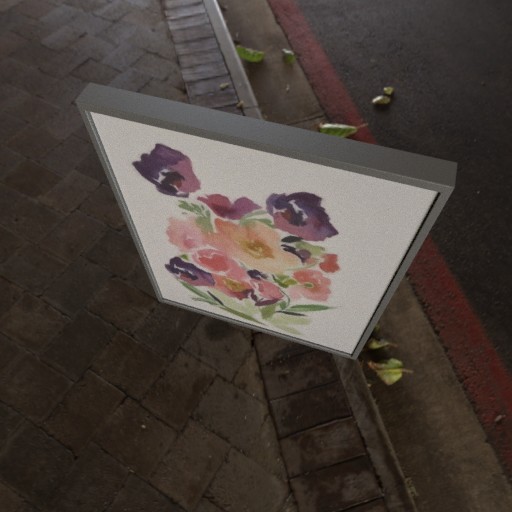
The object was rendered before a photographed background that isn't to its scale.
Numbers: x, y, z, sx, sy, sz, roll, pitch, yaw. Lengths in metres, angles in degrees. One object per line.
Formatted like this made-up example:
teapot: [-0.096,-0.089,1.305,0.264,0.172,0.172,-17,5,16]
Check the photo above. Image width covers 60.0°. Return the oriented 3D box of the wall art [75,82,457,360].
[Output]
wall art: [0.000,0.000,0.746,0.452,0.549,0.038,15,59,9]
